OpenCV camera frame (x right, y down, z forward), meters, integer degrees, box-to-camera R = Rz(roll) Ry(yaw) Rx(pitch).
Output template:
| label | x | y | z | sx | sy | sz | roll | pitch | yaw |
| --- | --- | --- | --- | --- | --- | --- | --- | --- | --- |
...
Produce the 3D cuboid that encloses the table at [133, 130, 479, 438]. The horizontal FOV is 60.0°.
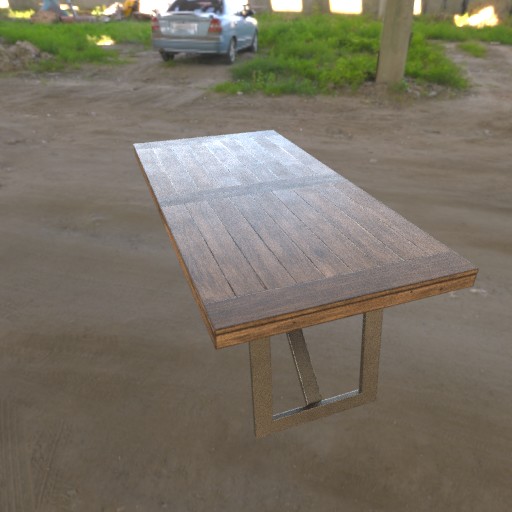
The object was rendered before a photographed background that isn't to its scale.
| label | x | y | z | sx | sy | sz | roll | pitch | yaw |
| --- | --- | --- | --- | --- | --- | --- | --- | --- | --- |
| table | 0.000 | 0.000 | 2.317 | 0.931 | 0.757 | 1.867 | -11 | 32 | -17 |
